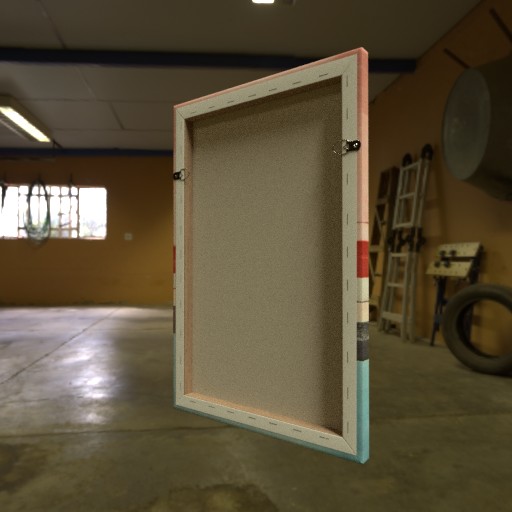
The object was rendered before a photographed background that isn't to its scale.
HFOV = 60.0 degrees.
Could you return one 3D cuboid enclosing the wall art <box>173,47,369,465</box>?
[{"bbox_3d":[0.000,0.000,1.167,0.610,0.914,0.038,0,-1,38],"label":"wall art"}]
